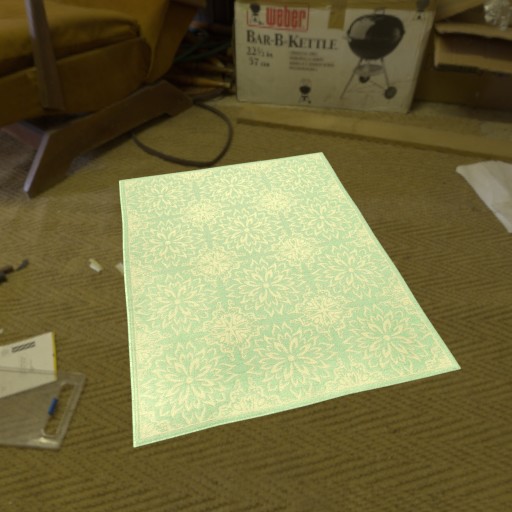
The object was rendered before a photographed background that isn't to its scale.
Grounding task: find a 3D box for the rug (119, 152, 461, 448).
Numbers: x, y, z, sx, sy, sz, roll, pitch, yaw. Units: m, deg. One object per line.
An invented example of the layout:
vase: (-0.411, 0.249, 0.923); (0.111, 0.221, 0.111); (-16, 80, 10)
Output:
rug: (0.000, 0.000, 4.062); (2.363, 0.012, 2.980); (-10, 46, -10)
